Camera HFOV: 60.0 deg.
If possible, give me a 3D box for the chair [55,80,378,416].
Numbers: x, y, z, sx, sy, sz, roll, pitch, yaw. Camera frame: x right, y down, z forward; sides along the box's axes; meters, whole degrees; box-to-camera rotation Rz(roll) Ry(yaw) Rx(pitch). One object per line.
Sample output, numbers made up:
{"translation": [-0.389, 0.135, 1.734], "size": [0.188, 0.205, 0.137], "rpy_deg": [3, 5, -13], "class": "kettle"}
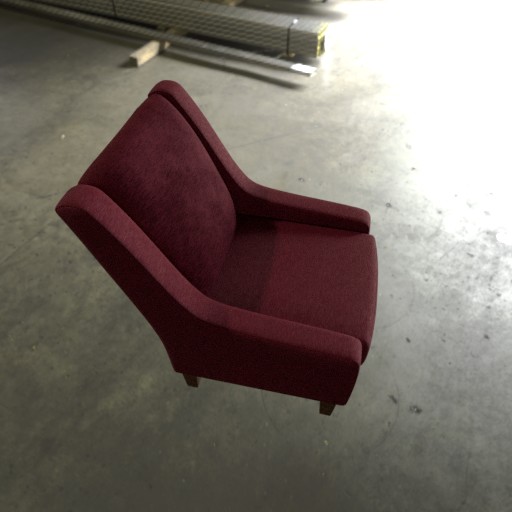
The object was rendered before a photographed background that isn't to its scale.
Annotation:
{"translation": [0.000, 0.000, 1.758], "size": [0.985, 1.017, 0.793], "rpy_deg": [9, 47, 9], "class": "chair"}
